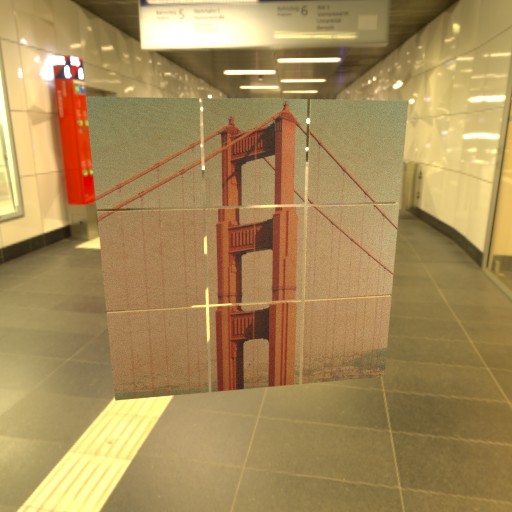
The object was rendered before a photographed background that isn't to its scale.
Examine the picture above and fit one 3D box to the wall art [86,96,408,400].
[{"bbox_3d":[0.000,0.000,1.820,1.214,1.219,0.013,-2,16,-9],"label":"wall art"}]
